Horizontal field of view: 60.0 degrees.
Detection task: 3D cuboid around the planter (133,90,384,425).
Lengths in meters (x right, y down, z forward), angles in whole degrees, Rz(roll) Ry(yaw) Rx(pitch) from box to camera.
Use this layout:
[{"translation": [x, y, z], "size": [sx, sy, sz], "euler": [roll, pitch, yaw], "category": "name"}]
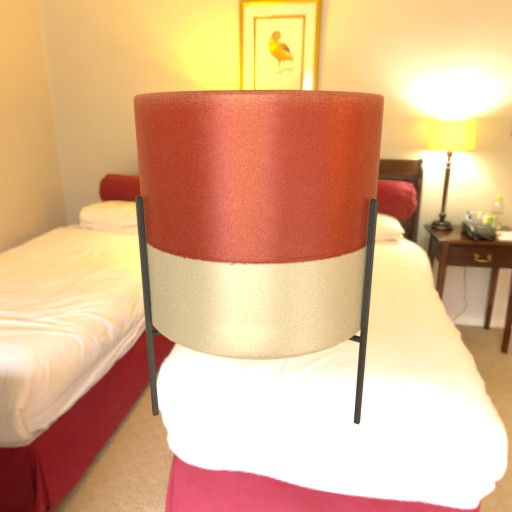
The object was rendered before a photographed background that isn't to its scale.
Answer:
[{"translation": [0.000, 0.000, 0.689], "size": [0.354, 0.465, 0.345], "euler": [-8, 19, -25], "category": "planter"}]
